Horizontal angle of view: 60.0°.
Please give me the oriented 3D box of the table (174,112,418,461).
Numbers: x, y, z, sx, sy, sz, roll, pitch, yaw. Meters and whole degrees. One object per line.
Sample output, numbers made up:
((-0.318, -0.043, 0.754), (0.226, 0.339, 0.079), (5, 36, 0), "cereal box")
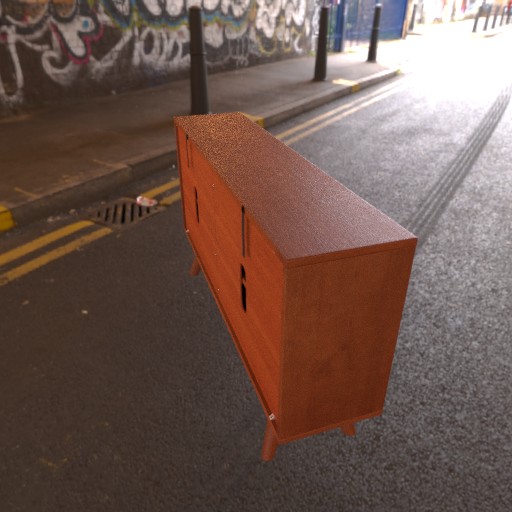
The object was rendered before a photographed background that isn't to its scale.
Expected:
((0.000, 0.000, 1.515), (0.308, 0.698, 1.220), (-10, 31, -16), "table")
